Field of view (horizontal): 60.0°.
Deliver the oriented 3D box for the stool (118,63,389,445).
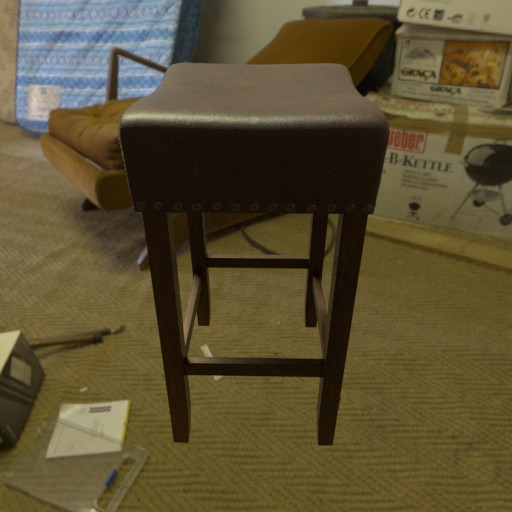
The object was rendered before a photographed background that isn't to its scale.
[{"bbox_3d":[0.000,0.000,1.027,0.401,0.769,0.465,1,33,1],"label":"stool"}]
